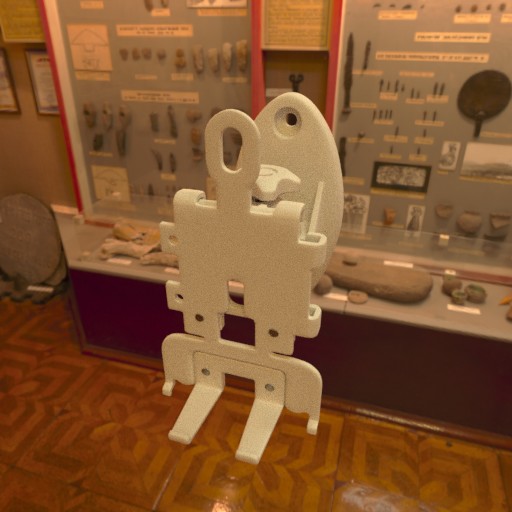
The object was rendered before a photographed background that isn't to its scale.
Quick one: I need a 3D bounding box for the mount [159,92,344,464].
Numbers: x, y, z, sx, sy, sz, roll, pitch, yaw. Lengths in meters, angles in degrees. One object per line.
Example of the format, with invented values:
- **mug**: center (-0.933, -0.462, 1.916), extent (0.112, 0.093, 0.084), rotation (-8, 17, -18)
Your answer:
- **mount**: center (0.000, 0.000, 0.173), extent (0.066, 0.118, 0.100), rotation (9, 30, 16)
